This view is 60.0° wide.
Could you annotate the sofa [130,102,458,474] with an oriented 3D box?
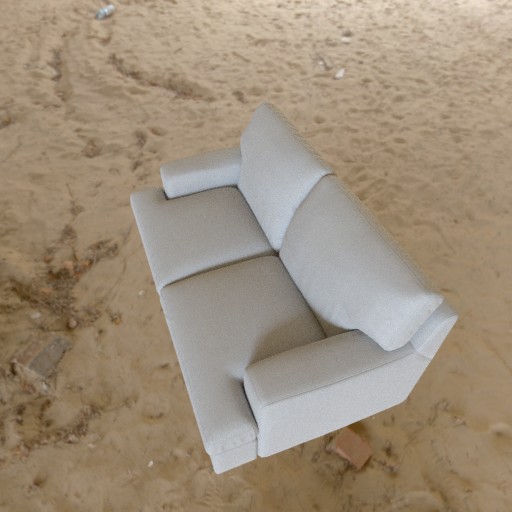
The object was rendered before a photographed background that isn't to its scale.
[{"bbox_3d":[0.000,0.000,2.495,1.143,0.940,1.880,-15,47,-15],"label":"sofa"}]
